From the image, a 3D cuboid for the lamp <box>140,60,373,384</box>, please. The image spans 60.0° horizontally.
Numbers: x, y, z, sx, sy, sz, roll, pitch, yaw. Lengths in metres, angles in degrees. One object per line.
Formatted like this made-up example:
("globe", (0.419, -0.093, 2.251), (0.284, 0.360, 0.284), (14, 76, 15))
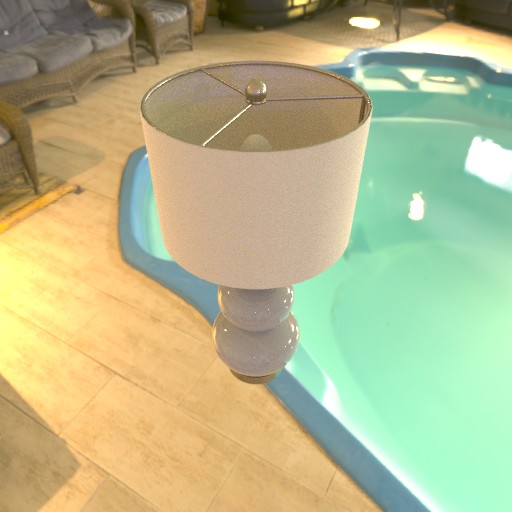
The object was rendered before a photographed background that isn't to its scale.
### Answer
("lamp", (0.000, 0.000, 0.933), (0.367, 0.730, 0.367), (26, 47, 27))
